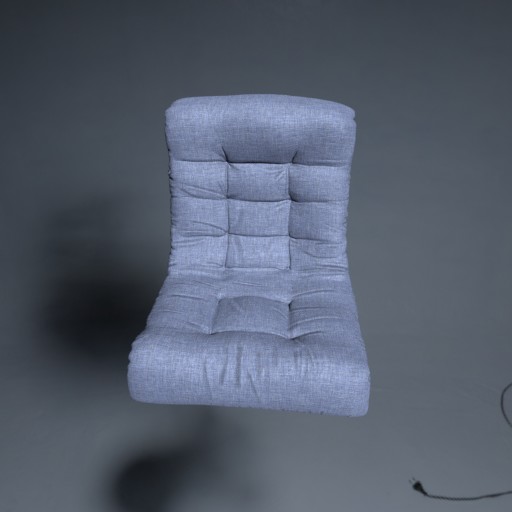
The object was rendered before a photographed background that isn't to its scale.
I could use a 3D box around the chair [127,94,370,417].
[{"bbox_3d":[0.000,0.000,1.230,0.597,0.749,0.668,2,30,3],"label":"chair"}]
